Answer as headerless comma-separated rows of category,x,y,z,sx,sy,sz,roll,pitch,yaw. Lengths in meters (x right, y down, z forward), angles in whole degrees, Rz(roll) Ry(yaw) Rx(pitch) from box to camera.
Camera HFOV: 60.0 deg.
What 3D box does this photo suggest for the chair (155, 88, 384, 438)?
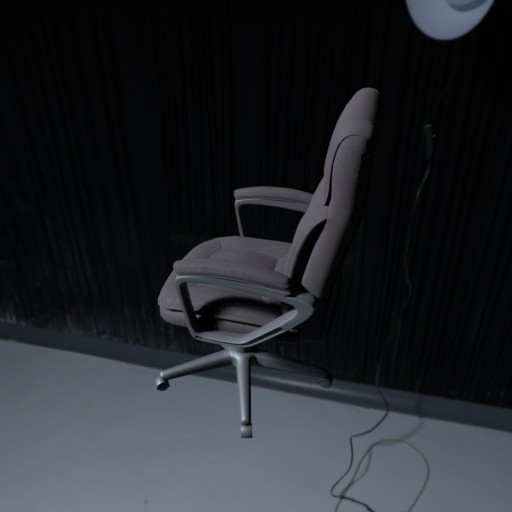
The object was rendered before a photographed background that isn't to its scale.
chair,0.000,0.000,1.547,0.724,1.105,0.667,8,32,13
